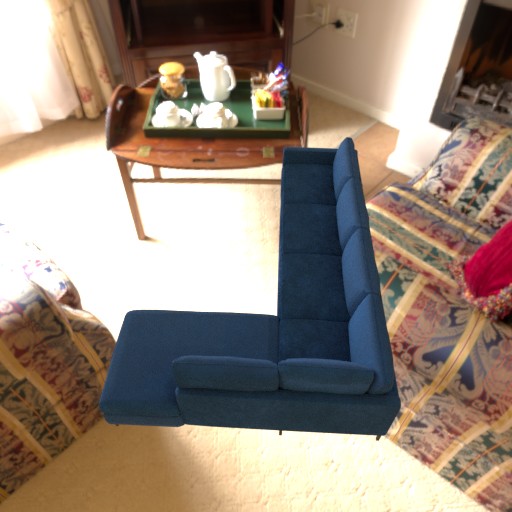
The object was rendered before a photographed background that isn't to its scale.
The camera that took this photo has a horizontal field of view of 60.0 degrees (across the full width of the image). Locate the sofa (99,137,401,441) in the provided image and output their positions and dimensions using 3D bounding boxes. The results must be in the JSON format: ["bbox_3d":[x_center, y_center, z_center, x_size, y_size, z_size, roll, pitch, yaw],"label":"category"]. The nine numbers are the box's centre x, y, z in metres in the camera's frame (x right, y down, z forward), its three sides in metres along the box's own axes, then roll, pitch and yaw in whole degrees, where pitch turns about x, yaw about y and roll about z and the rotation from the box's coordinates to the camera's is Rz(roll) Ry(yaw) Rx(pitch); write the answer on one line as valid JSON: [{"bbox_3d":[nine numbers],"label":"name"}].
[{"bbox_3d":[0.000,0.000,3.344,1.707,0.687,2.486,2,47,2],"label":"sofa"}]
